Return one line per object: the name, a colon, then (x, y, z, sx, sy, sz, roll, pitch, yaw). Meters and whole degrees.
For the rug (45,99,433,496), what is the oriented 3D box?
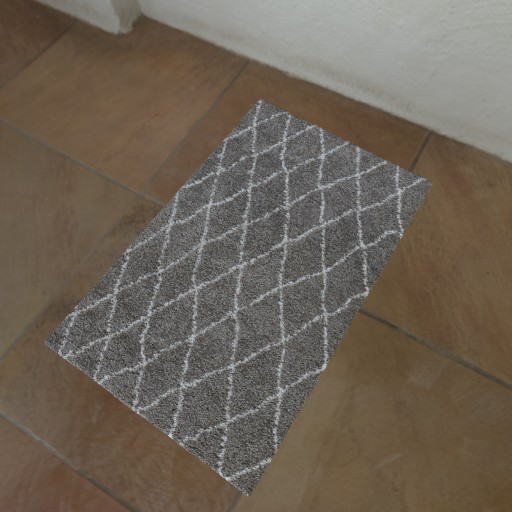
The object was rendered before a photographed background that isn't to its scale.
rug: (0.000, 0.000, 2.997, 1.524, 0.030, 2.438, 31, 68, 14)
